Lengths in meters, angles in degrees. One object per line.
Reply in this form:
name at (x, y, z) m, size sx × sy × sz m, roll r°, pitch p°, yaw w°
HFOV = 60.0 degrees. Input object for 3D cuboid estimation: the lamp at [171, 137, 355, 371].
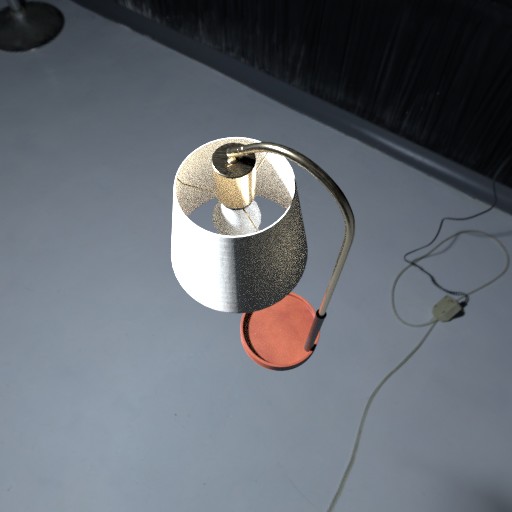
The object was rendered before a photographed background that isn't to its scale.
lamp at (0.000, 0.000, 0.667) m, size 0.273 × 0.536 × 0.211 m, roll 33°, pitch 68°, yaw 16°
